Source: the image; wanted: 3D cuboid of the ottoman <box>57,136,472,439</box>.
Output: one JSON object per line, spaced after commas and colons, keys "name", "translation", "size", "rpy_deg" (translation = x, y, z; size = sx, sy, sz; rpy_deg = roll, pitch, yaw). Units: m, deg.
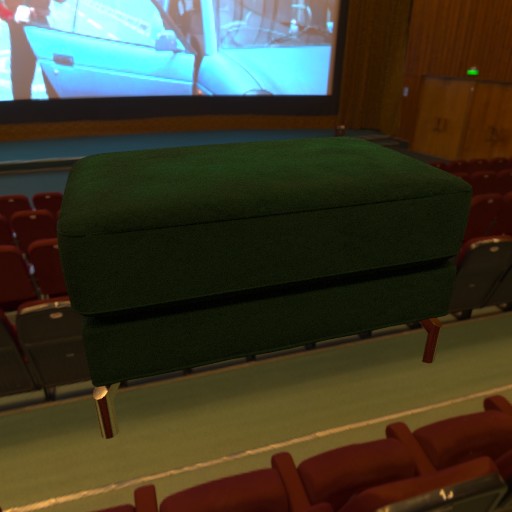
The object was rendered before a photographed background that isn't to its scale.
{"name": "ottoman", "translation": [0.000, 0.000, 1.181], "size": [0.886, 0.533, 0.536], "rpy_deg": [-8, 28, -16]}
